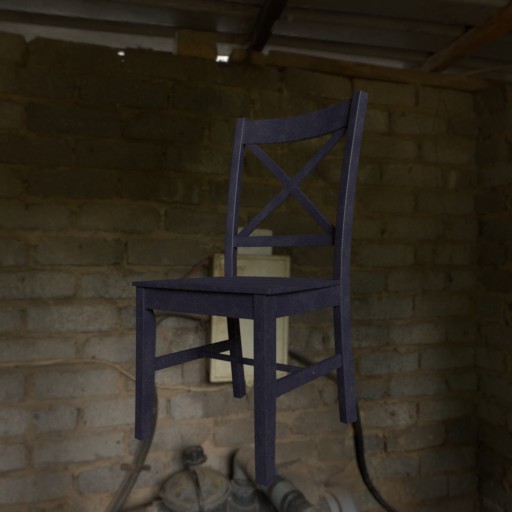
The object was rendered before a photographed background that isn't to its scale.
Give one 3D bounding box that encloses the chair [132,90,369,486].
[{"bbox_3d":[0.000,0.000,1.280,0.485,0.983,0.542,0,0,35],"label":"chair"}]
